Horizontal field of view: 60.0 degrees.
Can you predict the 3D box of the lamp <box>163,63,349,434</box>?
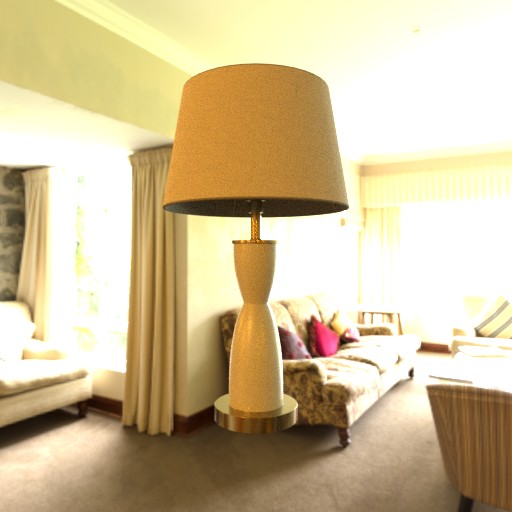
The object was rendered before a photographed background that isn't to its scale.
[{"bbox_3d":[0.000,0.000,0.748,0.309,0.545,0.309,0,0,0],"label":"lamp"}]
